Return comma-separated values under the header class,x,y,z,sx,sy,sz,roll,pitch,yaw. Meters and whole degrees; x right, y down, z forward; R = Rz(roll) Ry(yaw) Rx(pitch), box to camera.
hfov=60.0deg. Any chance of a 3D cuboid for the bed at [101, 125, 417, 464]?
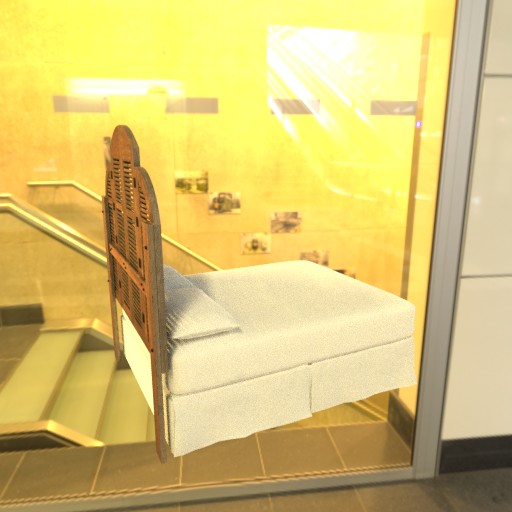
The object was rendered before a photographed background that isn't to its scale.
class,x,y,z,sx,sy,sz,roll,pitch,yaw
bed,0.000,0.000,3.626,2.138,2.019,1.713,-7,16,-26
